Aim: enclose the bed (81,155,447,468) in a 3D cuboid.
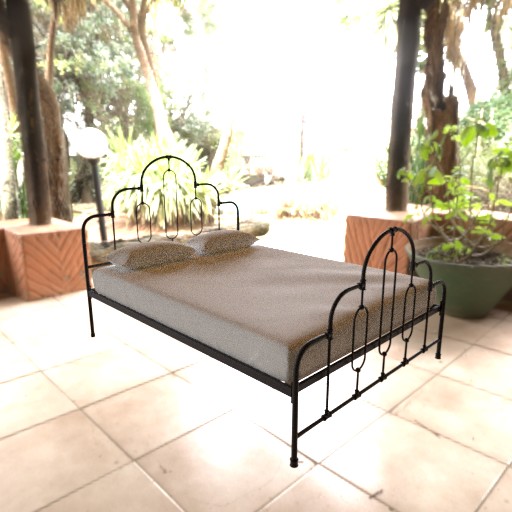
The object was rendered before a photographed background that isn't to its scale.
[{"bbox_3d":[0.000,0.000,3.225,1.640,1.429,2.163,-13,18,-43],"label":"bed"}]
